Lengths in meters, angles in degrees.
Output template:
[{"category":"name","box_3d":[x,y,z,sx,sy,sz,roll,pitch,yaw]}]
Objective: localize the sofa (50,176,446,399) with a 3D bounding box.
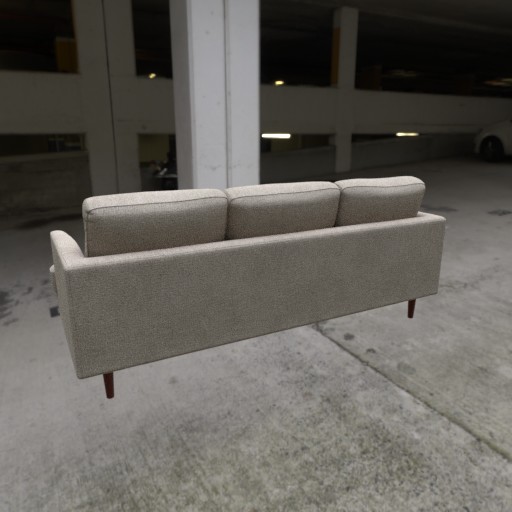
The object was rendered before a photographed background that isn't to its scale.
[{"category":"sofa","box_3d":[0.000,0.000,2.692,2.246,0.930,0.903,-8,18,-27]}]
